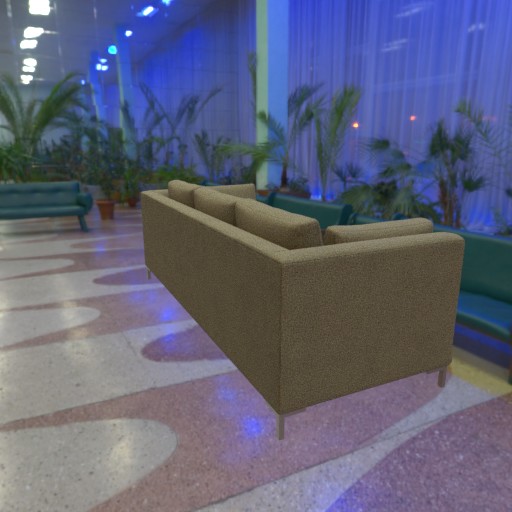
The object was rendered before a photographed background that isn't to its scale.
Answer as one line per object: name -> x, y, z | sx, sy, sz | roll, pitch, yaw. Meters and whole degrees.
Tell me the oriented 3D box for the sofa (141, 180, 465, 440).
sofa -> 0.000, 0.000, 2.910 | 0.969, 0.867, 2.415 | -7, 16, -25
